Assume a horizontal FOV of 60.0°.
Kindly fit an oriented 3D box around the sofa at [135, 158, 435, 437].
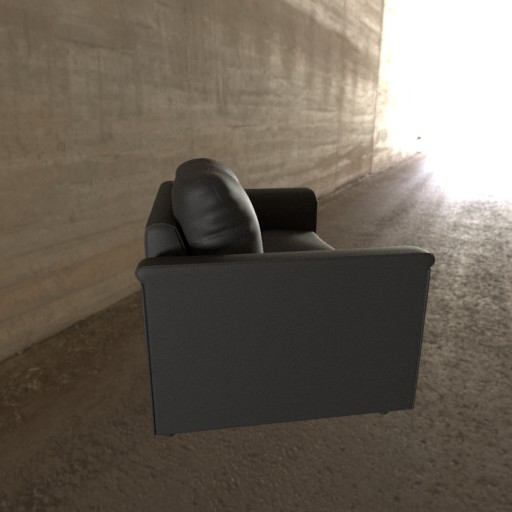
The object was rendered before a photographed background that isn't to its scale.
[{"bbox_3d":[0.000,0.000,1.973,0.887,0.845,1.386,-3,17,-9],"label":"sofa"}]
